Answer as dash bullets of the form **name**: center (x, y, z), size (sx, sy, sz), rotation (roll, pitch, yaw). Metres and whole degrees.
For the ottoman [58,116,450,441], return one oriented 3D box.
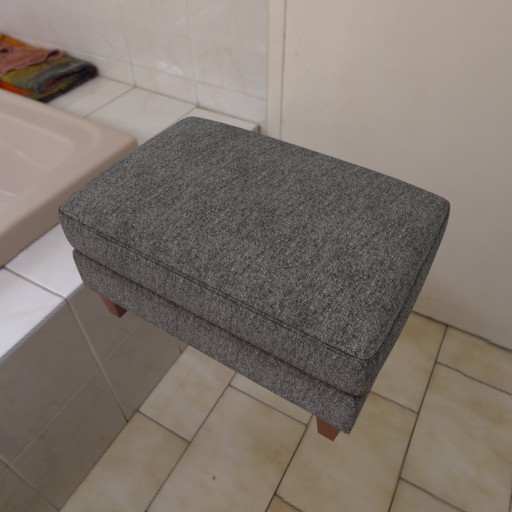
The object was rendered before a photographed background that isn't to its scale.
- **ottoman**: center (0.000, 0.000, 1.236), size (0.864, 0.483, 0.584), rotation (24, 50, 22)
